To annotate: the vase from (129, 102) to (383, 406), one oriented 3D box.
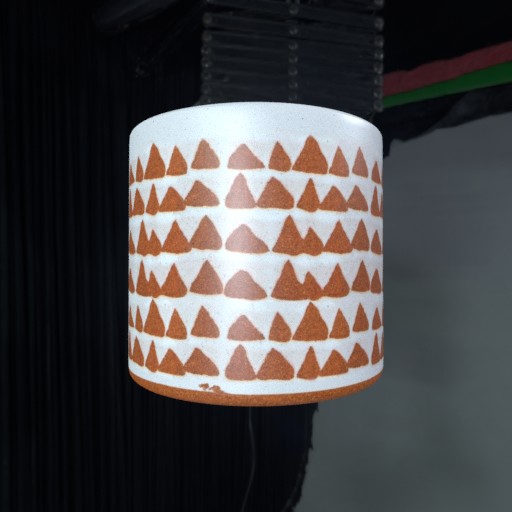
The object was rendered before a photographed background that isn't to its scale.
[{"bbox_3d":[0.000,0.000,0.248,0.137,0.127,0.137,0,-1,0],"label":"vase"}]
